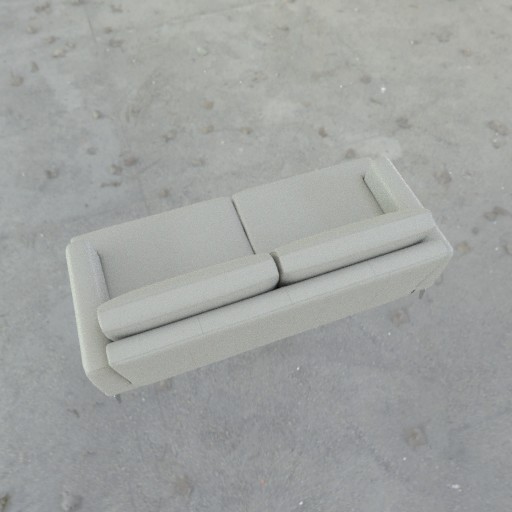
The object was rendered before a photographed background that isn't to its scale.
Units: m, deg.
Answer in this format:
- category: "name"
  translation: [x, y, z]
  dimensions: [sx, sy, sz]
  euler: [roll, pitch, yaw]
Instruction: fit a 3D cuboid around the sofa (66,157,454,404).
- category: "sofa"
  translation: [0.000, 0.000, 2.461]
  dimensions: [1.940, 0.765, 0.974]
  euler: [-17, 59, -10]
